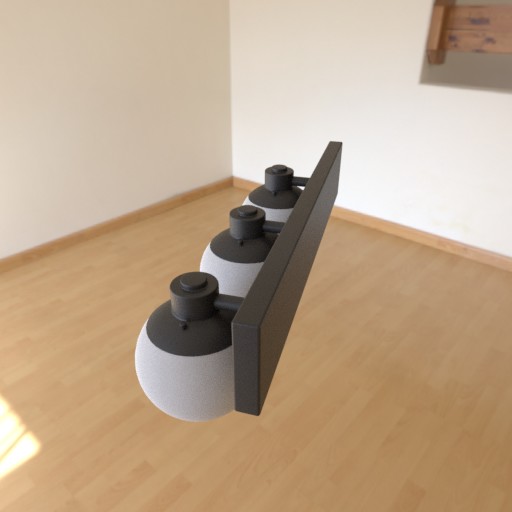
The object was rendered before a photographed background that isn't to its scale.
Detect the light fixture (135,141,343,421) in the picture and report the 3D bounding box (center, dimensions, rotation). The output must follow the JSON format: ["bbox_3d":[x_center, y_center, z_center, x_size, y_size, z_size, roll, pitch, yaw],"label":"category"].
[{"bbox_3d":[0.000,0.000,0.839,0.218,0.263,0.721,8,31,14],"label":"light fixture"}]
